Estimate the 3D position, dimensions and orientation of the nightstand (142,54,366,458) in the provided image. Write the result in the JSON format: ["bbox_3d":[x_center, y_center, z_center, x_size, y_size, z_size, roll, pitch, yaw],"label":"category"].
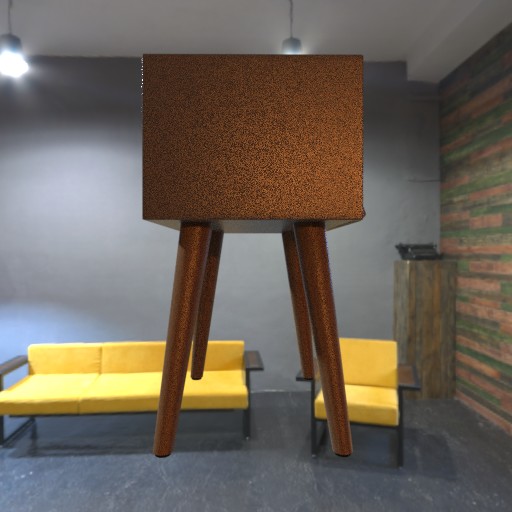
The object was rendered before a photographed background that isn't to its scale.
[{"bbox_3d":[0.000,0.000,0.740,0.288,0.508,0.370,0,0,0],"label":"nightstand"}]
